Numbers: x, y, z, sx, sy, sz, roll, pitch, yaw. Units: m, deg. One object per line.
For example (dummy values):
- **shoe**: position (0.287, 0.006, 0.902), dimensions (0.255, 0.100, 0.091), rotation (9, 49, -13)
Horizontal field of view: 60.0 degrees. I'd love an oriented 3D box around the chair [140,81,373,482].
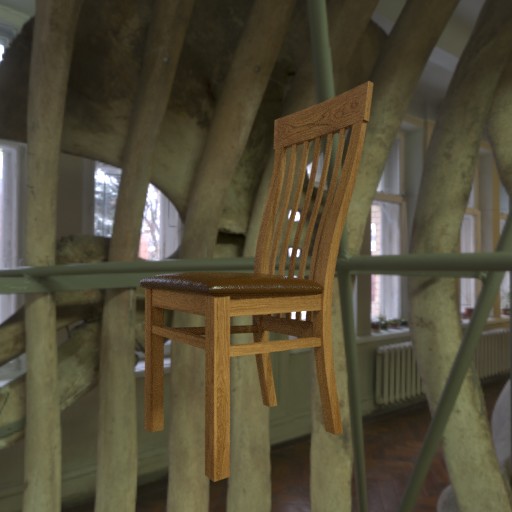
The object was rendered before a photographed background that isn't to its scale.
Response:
- **chair**: position (0.000, 0.000, 1.352), dimensions (0.580, 1.050, 0.450), rotation (1, -1, -36)
